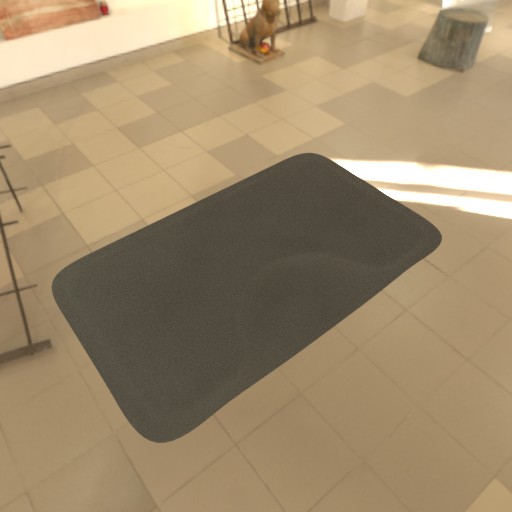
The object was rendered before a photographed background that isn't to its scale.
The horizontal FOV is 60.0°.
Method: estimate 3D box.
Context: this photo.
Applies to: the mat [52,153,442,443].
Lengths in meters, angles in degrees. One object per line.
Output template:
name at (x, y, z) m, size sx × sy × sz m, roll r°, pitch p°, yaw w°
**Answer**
mat at (0.000, 0.000, 1.887) m, size 1.524 × 0.013 × 0.918 m, roll -30°, pitch 54°, yaw -25°
